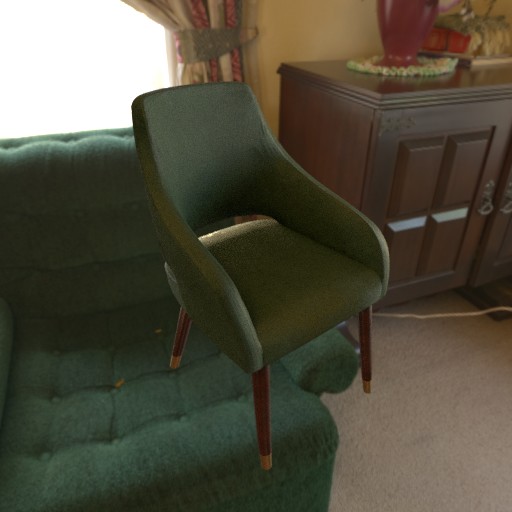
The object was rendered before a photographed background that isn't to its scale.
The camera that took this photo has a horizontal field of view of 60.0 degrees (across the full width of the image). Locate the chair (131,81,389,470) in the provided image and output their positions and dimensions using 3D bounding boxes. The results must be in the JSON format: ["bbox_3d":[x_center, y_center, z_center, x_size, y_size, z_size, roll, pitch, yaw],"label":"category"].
[{"bbox_3d":[0.000,0.000,1.605,0.683,1.081,0.794,-22,37,-33],"label":"chair"}]
